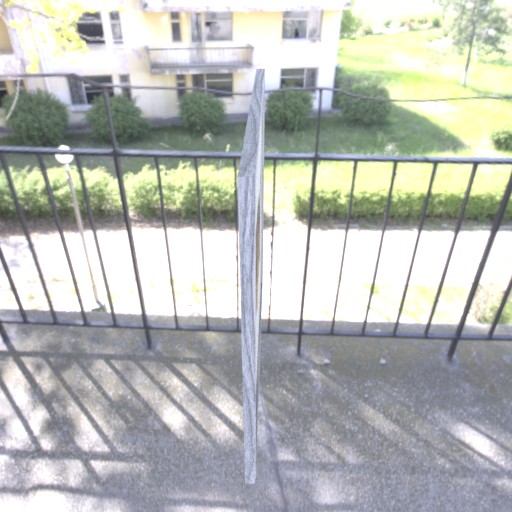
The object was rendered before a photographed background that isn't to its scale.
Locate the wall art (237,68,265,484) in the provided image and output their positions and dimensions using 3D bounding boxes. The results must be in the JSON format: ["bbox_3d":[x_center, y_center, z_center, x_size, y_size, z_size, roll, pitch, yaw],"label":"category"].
[{"bbox_3d":[0.000,0.000,0.756,0.016,0.507,0.508,1,33,2],"label":"wall art"}]
